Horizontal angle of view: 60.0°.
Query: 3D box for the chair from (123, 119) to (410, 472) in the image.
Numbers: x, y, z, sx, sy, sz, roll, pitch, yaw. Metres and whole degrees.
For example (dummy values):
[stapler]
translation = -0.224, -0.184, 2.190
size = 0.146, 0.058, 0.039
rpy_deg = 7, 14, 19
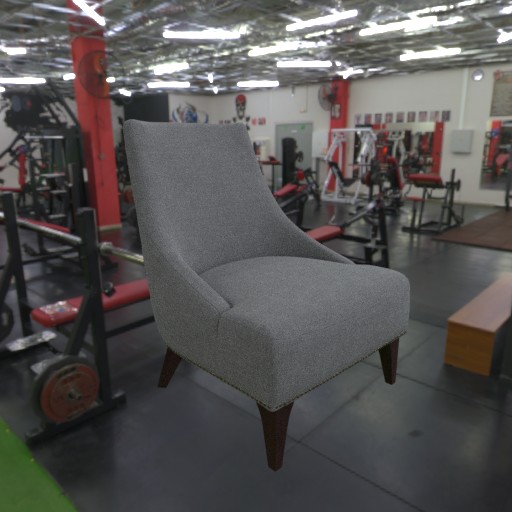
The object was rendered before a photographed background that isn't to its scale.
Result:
[chair]
translation = 0.000, 0.000, 1.533
size = 0.701, 0.909, 0.861
rpy_deg = -14, 20, -43
